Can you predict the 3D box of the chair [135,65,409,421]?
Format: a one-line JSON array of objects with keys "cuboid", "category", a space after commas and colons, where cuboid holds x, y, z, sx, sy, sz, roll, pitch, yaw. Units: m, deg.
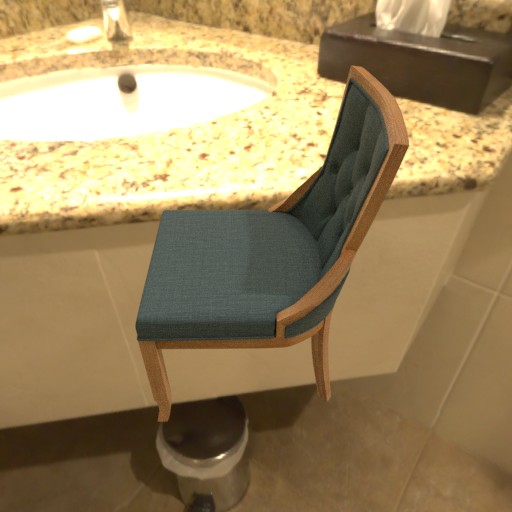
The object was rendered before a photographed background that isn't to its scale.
[{"cuboid": [0.000, 0.000, 1.319, 0.641, 0.947, 0.524, -1, 41, -1], "category": "chair"}]
